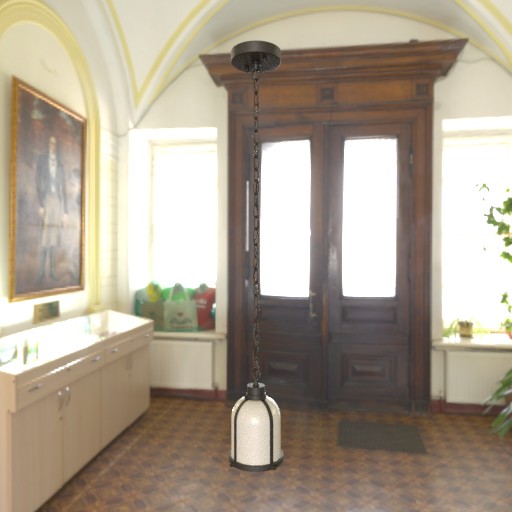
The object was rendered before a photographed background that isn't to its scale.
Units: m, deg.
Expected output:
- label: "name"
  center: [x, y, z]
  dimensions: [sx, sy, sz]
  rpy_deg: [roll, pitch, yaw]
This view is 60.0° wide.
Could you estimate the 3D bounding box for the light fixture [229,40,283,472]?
- label: "light fixture"
  center: [0.000, 0.000, 1.288]
  dimensions: [0.178, 1.181, 0.178]
  rpy_deg: [0, 0, -37]
